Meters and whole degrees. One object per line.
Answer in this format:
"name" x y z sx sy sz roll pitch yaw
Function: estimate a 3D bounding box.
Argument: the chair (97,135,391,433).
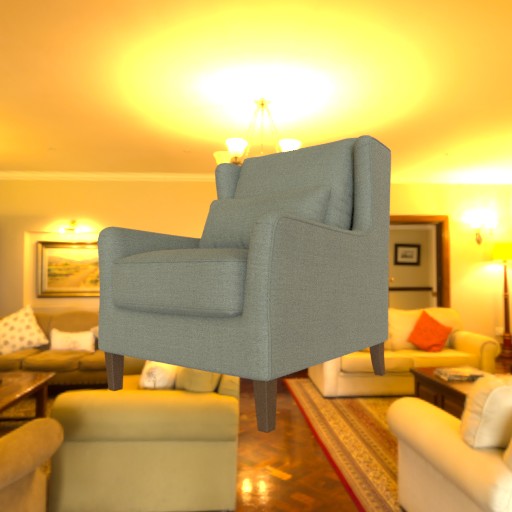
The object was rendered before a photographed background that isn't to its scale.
"chair" 0.000 0.000 1.873 0.866 1.056 1.040 -1 -2 37
